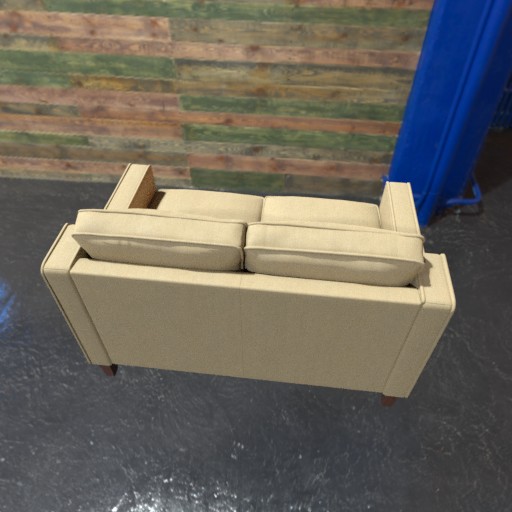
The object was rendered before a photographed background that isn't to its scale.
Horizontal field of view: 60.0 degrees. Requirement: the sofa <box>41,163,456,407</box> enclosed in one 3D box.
[{"bbox_3d":[0.000,0.000,2.154,1.501,0.971,0.987,5,46,5],"label":"sofa"}]
